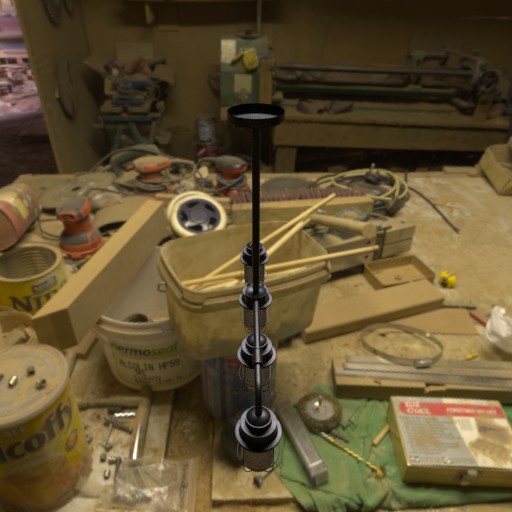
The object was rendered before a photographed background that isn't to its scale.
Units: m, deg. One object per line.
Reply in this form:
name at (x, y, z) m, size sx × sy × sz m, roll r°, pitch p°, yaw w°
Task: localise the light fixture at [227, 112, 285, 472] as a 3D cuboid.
light fixture at (0.000, 0.000, 1.217) m, size 0.131 × 0.785 × 0.852 m, roll 0°, pitch 33°, yaw -1°
